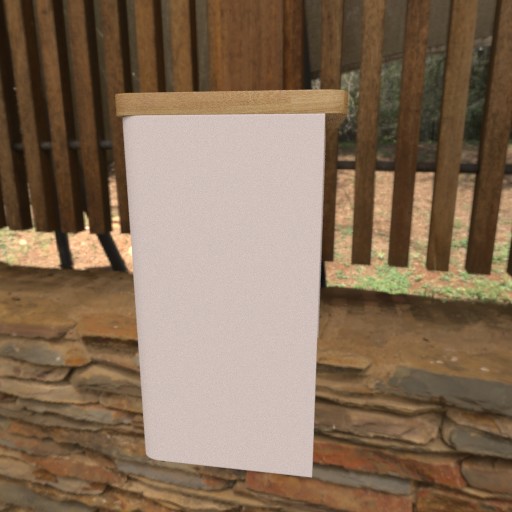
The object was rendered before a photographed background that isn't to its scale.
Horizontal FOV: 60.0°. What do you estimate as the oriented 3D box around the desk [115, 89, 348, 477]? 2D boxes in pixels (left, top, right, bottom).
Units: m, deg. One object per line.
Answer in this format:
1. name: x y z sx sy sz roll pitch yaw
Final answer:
1. desk: 0.000 0.000 1.246 0.440 0.790 0.760 2 14 9
